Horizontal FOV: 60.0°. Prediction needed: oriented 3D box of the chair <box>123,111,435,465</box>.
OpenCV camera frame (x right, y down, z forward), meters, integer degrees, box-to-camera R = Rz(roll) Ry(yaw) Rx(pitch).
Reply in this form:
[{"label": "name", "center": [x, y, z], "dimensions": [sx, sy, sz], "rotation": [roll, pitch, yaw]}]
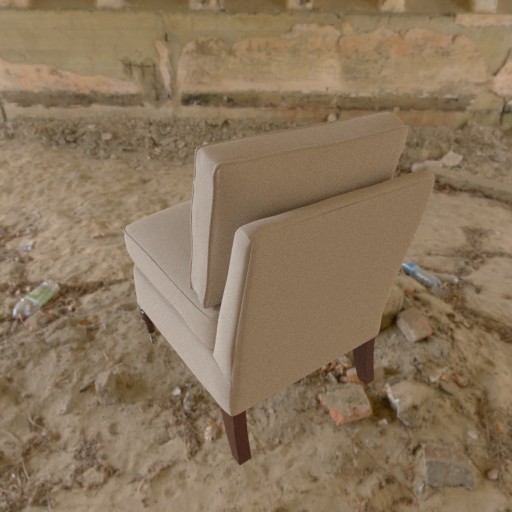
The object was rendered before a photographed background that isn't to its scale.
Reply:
[{"label": "chair", "center": [0.000, 0.000, 1.648], "dimensions": [0.724, 1.052, 0.912], "rotation": [-20, 35, -30]}]
